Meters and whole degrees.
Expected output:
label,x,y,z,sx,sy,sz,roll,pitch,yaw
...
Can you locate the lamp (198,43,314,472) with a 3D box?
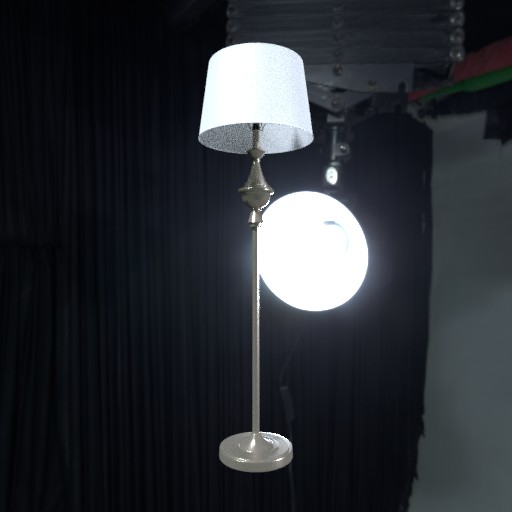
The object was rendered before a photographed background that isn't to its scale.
label,x,y,z,sx,sy,sz,roll,pitch,yaw
lamp,0.000,0.000,1.664,0.431,1.488,0.431,0,0,0
